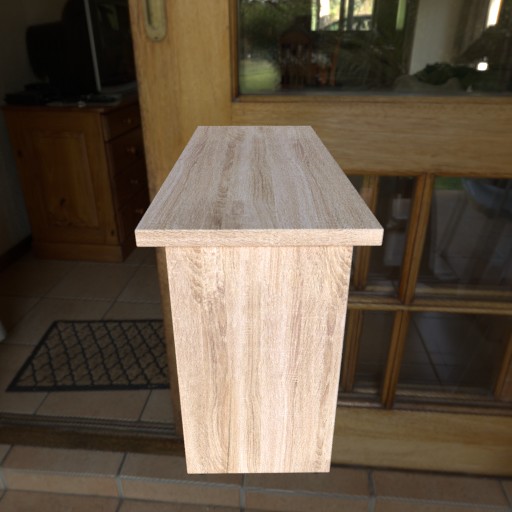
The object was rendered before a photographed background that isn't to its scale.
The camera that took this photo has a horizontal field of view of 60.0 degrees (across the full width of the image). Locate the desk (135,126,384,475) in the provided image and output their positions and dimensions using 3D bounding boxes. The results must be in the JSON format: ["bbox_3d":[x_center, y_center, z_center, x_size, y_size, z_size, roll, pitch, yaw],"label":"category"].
[{"bbox_3d":[0.000,0.000,1.635,0.500,0.750,1.300,0,26,-1],"label":"desk"}]
